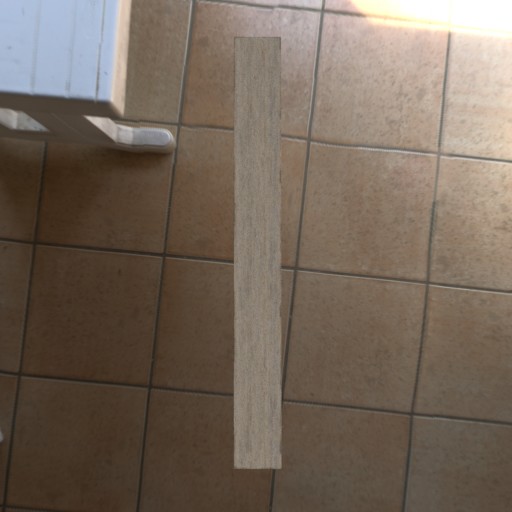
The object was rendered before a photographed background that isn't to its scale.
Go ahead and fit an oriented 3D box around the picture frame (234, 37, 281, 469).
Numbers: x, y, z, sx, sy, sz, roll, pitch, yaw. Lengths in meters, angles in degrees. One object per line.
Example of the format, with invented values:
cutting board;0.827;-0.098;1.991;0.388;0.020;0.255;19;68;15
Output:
picture frame;0.000;0.000;0.695;0.046;0.526;0.421;0;89;0
